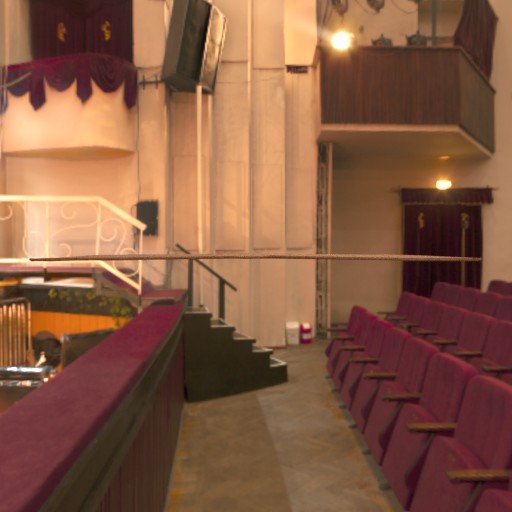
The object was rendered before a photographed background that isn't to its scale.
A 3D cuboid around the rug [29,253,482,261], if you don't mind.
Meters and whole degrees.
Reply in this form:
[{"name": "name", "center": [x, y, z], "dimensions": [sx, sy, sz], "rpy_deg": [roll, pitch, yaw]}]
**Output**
[{"name": "rug", "center": [0.000, 0.000, 5.091], "dimensions": [3.778, 0.053, 2.873], "rpy_deg": [0, 1, 1]}]
